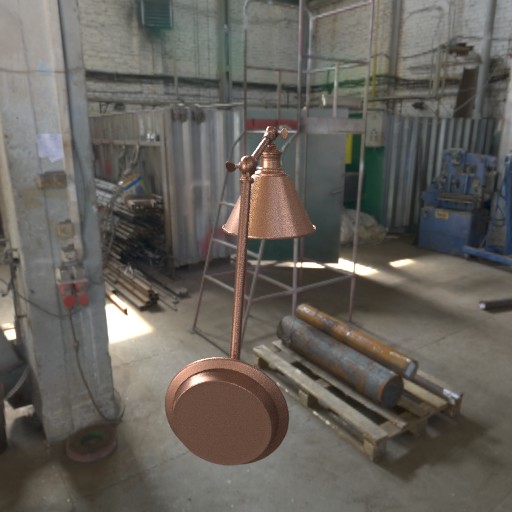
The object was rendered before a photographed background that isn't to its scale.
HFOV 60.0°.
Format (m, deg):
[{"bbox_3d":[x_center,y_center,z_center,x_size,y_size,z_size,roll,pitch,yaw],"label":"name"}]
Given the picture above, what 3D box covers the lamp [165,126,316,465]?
[{"bbox_3d":[0.000,0.000,0.880,0.223,0.502,0.624,2,16,9],"label":"lamp"}]
